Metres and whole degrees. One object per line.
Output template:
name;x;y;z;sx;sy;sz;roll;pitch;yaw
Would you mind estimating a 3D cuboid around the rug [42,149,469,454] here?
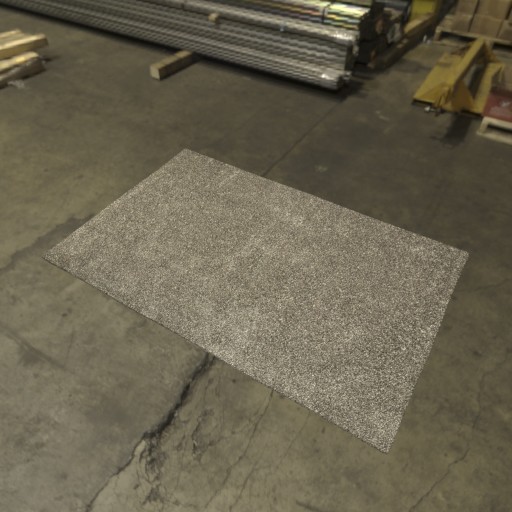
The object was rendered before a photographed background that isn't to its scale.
rug;0.000;0.000;2.883;2.350;0.025;1.502;24;51;22
